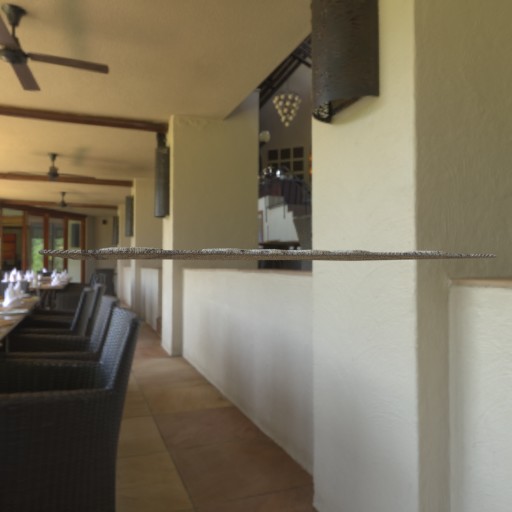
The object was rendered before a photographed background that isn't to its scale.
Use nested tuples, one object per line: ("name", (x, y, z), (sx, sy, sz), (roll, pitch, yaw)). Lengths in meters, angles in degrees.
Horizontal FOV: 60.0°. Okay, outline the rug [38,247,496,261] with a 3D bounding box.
("rug", (0.000, 0.000, 2.243), (1.823, 0.030, 1.222), (0, -1, -18))
